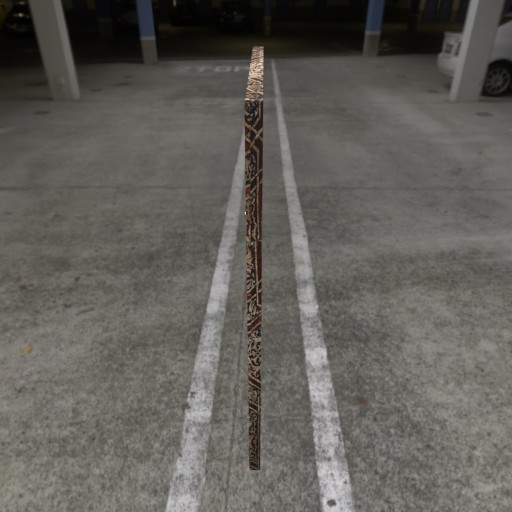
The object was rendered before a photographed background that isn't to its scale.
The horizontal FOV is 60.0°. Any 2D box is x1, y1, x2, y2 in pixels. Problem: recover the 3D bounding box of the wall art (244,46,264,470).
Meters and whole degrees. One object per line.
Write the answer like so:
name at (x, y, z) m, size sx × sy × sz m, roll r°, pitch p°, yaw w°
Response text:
wall art at (0.000, 0.000, 1.135) m, size 0.030 × 0.904 × 0.599 m, roll 0°, pitch 32°, yaw 1°
